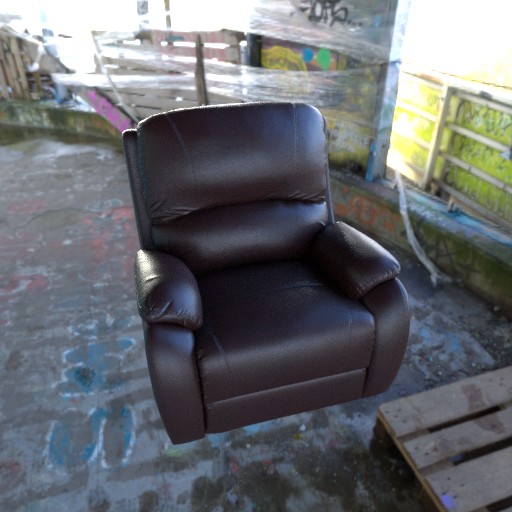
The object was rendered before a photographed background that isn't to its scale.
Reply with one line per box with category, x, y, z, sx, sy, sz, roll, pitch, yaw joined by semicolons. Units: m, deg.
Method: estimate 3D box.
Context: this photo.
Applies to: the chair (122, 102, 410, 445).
chair;0.000;0.000;1.733;0.930;1.011;0.899;-9;34;-14
